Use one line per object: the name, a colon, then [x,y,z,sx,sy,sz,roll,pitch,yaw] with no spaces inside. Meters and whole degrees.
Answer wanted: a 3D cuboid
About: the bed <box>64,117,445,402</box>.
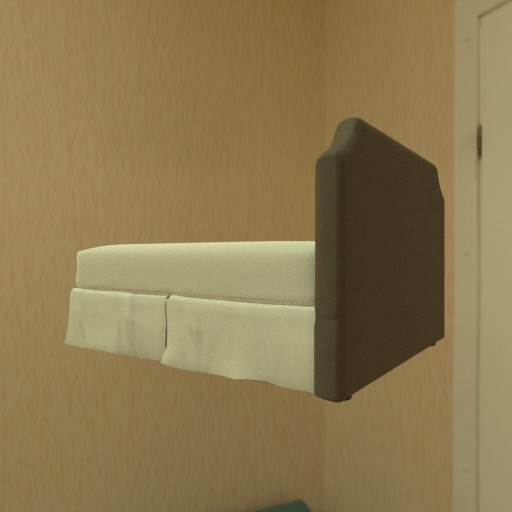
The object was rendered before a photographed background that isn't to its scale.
bed: [0.000,0.000,3.208,2.181,1.297,1.831,0,0,36]
